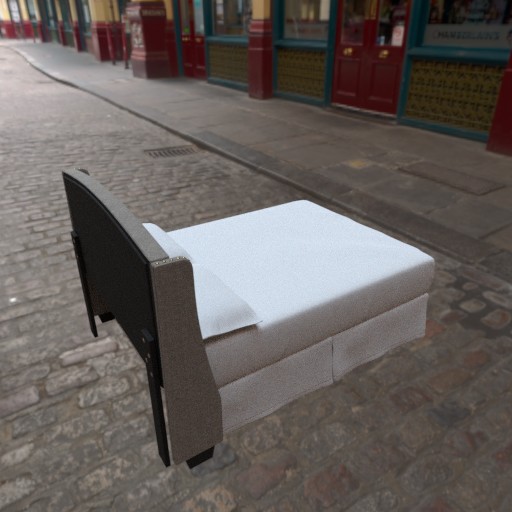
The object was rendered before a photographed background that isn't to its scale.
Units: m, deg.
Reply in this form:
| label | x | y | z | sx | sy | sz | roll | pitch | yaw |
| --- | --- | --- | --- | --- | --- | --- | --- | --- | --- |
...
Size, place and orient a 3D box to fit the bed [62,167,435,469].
| label | x | y | z | sx | sy | sz | roll | pitch | yaw |
| --- | --- | --- | --- | --- | --- | --- | --- | --- | --- |
| bed | 0.000 | 0.000 | 3.304 | 2.237 | 1.407 | 1.710 | -17 | 32 | -29 |
